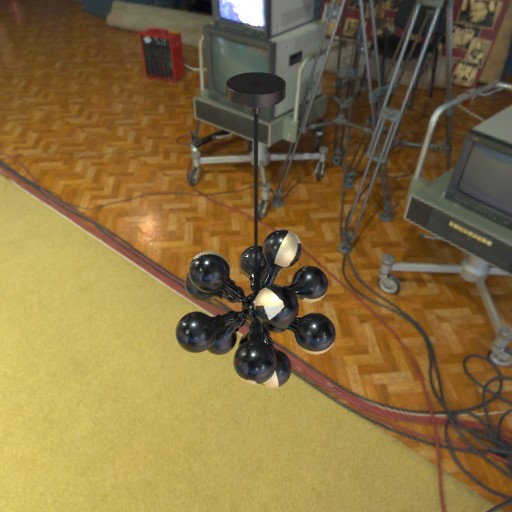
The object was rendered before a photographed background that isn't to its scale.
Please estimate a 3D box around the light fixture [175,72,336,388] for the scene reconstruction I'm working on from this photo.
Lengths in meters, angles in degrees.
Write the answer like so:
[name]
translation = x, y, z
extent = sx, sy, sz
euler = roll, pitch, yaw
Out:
[light fixture]
translation = 0.000, 0.000, 1.104
extent = 0.420, 0.859, 0.468
euler = 1, 42, 1
